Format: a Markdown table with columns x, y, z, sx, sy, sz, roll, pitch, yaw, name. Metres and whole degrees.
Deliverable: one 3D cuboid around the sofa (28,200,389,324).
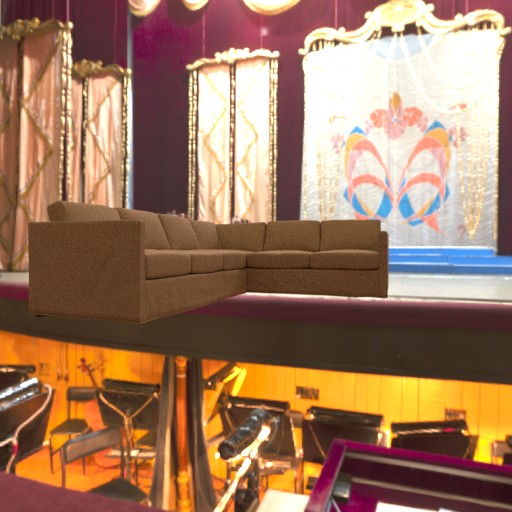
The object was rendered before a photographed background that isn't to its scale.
| x | y | z | sx | sy | sz | roll | pitch | yaw | name |
| --- | --- | --- | --- | --- | --- | --- | --- | --- | --- |
| 0.000 | 0.000 | 4.307 | 2.432 | 0.871 | 3.182 | 0 | 1 | 18 | sofa |
